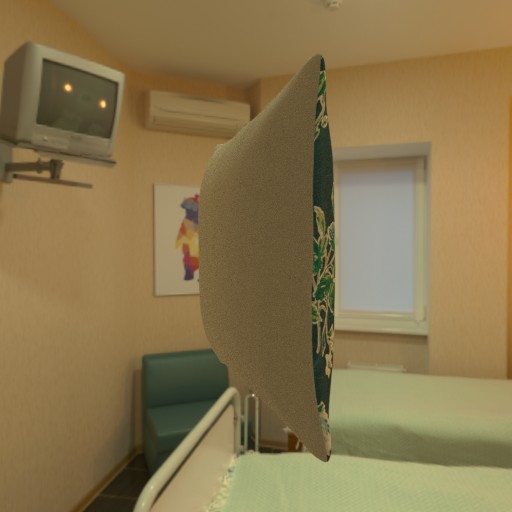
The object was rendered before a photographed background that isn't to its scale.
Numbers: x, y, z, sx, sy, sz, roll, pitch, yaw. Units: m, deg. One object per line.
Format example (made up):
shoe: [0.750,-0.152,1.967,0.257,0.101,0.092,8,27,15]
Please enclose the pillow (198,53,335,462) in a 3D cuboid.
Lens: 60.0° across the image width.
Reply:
pillow: [0.000,0.000,0.793,0.166,0.508,0.525,0,1,-19]
